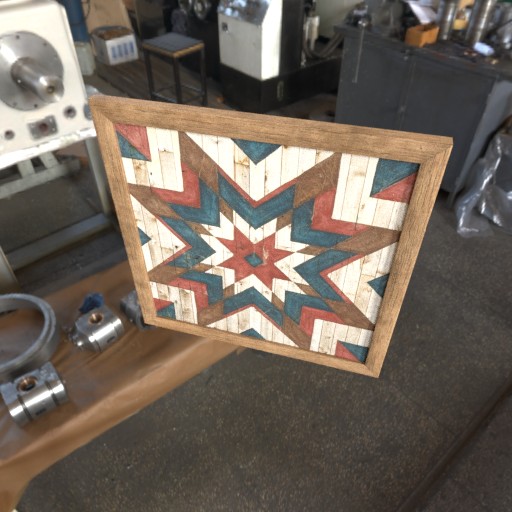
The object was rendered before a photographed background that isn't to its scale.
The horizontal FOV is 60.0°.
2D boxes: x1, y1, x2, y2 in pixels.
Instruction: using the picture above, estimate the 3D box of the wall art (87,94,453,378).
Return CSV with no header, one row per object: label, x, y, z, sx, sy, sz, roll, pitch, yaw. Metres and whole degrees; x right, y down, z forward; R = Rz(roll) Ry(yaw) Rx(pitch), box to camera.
wall art,0.000,0.000,1.053,0.695,0.691,0.029,11,43,12
